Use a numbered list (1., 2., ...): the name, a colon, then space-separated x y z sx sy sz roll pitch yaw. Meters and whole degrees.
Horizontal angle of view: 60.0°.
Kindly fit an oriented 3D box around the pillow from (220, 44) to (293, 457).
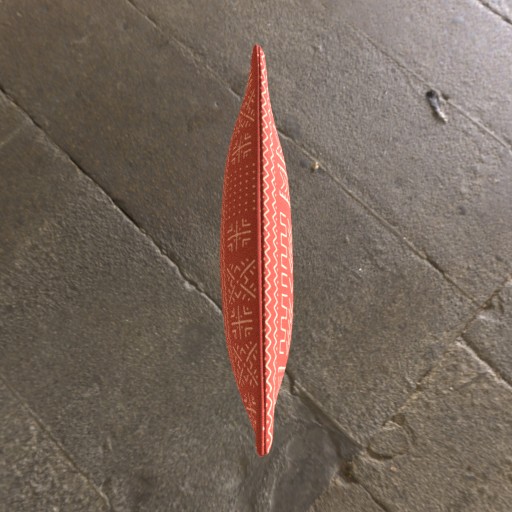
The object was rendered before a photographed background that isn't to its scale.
1. pillow: 0.000 0.000 0.814 0.130 0.352 0.640 -1 75 0
